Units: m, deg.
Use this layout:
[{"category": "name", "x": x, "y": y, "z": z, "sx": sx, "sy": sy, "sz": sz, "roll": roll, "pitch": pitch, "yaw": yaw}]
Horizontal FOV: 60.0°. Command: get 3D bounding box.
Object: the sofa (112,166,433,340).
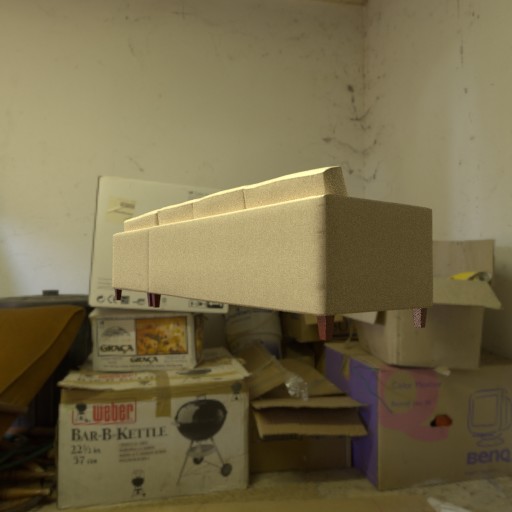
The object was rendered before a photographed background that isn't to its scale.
[{"category": "sofa", "x": 0.000, "y": 0.000, "z": 4.085, "sx": 1.603, "sy": 0.954, "sz": 3.471, "roll": 1, "pitch": -2, "yaw": -35}]
